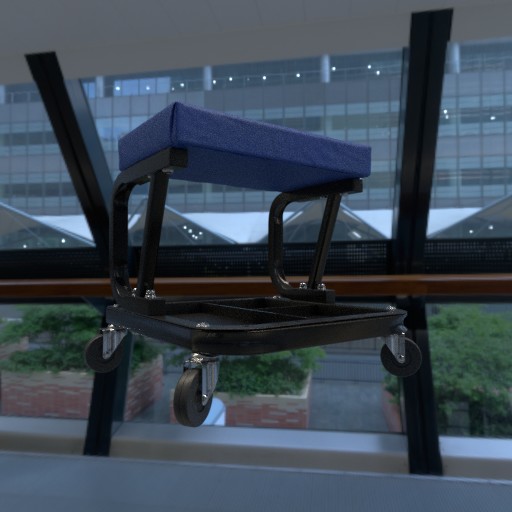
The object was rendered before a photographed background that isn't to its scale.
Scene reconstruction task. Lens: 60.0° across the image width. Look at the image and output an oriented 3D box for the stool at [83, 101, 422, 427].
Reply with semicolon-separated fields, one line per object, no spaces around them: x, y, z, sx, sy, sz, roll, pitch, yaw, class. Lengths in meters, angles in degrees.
0.000;0.000;0.714;0.446;0.380;0.371;1;-1;-36;stool
